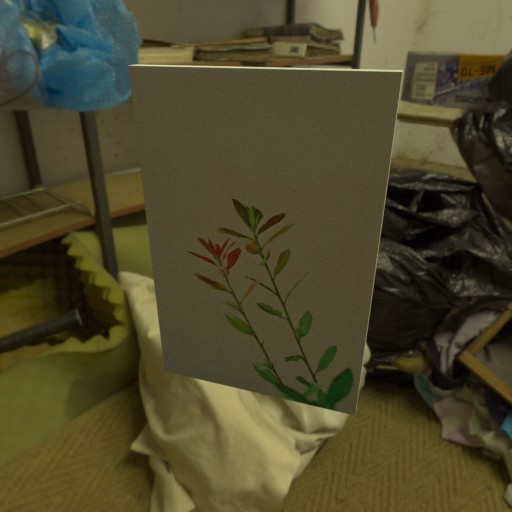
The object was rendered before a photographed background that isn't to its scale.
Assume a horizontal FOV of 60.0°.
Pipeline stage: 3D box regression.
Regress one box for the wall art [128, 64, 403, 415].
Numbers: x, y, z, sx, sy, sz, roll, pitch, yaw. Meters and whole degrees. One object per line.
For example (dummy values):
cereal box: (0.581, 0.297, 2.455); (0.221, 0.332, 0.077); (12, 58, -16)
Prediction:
wall art: (0.000, 0.000, 1.168); (0.612, 0.915, 0.039); (8, 28, 16)
